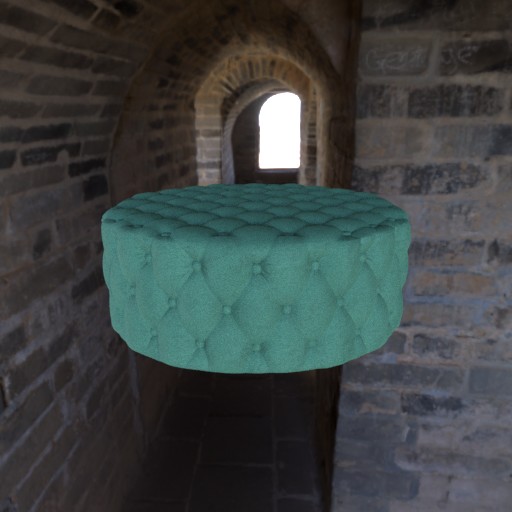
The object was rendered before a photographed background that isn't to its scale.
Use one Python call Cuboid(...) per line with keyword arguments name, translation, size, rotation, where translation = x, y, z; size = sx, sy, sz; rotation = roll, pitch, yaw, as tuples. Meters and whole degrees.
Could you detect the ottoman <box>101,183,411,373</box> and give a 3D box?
Cuboid(name="ottoman", translation=(0.000, 0.000, 1.522), size=(0.998, 0.399, 0.998), rotation=(0, 17, 0))
